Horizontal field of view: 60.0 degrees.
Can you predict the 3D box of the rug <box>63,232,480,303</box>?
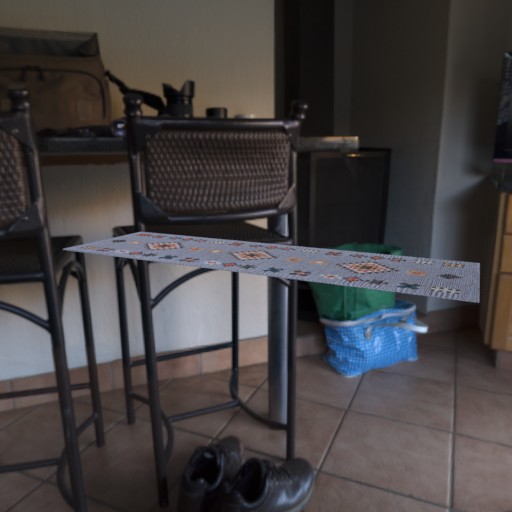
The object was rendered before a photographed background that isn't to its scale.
[{"bbox_3d":[0.000,0.000,2.689,2.432,0.008,0.766,6,14,26],"label":"rug"}]
